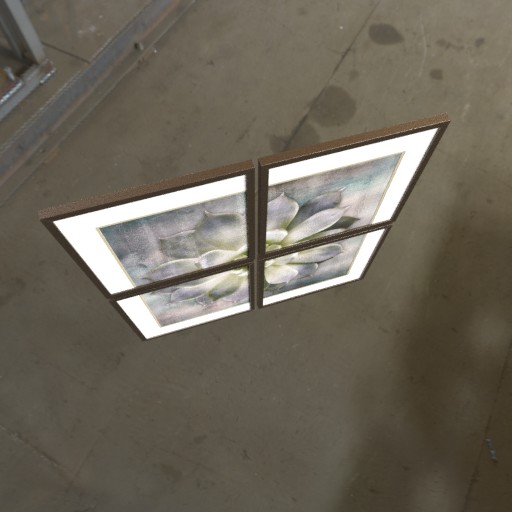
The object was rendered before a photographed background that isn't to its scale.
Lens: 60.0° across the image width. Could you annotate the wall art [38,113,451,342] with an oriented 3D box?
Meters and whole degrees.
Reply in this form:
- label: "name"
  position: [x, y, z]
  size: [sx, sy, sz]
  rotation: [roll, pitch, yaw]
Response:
- label: "wall art"
  position: [0.000, 0.000, 1.533]
  size: [1.032, 1.032, 0.030]
  rotation: [-15, 65, -7]
